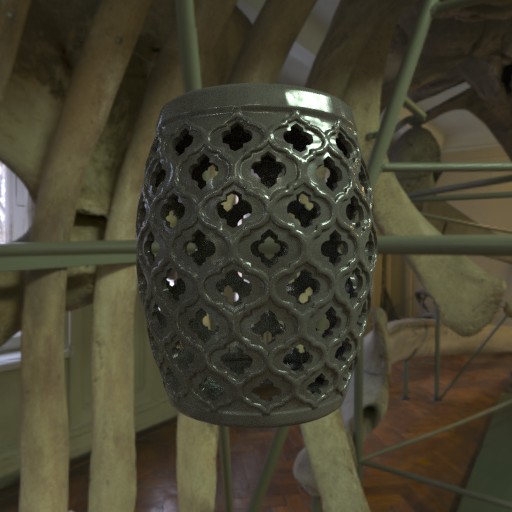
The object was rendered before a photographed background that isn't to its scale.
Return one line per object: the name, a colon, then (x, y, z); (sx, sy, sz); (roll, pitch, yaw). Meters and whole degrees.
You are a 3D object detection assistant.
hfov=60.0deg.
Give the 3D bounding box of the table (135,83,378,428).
table: (0.000, 0.000, 0.617); (0.325, 0.388, 0.325); (0, 1, 0)
